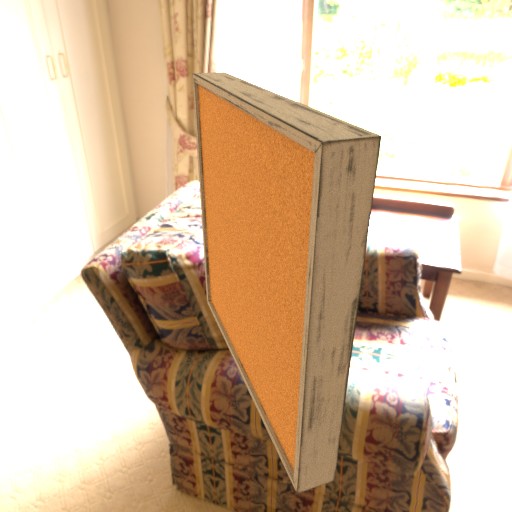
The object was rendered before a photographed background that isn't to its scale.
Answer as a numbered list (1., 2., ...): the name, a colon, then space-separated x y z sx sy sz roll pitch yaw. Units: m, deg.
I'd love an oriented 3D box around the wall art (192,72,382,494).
1. wall art: 0.000 0.000 0.437 0.036 0.303 0.303 -10 31 -18
